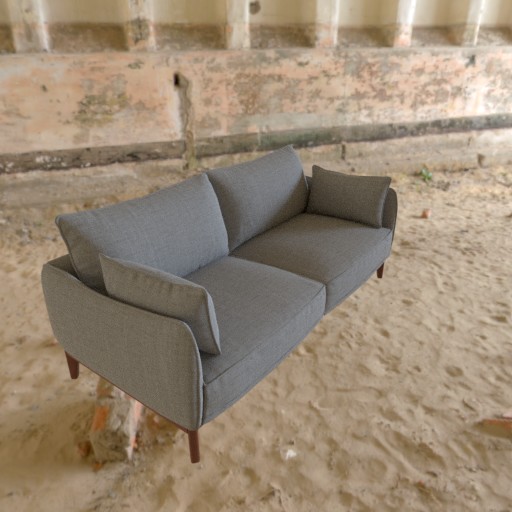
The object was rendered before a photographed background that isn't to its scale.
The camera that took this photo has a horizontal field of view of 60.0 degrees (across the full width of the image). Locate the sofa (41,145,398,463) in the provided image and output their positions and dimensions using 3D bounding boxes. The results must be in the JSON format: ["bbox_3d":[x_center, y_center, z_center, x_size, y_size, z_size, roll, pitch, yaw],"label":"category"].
[{"bbox_3d":[0.000,0.000,2.457,0.972,0.851,1.989,18,31,32],"label":"sofa"}]
